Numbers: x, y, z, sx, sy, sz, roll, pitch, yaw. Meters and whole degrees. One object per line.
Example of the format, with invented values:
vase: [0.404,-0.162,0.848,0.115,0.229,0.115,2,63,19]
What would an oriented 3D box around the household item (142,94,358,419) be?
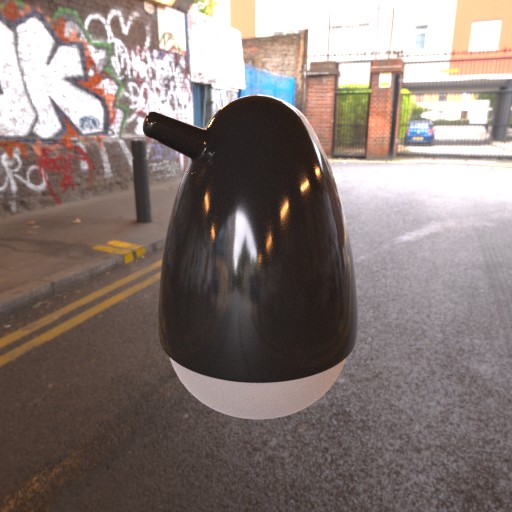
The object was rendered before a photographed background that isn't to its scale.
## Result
household item: [0.000,0.000,0.221,0.104,0.152,0.102,-9,19,-26]
